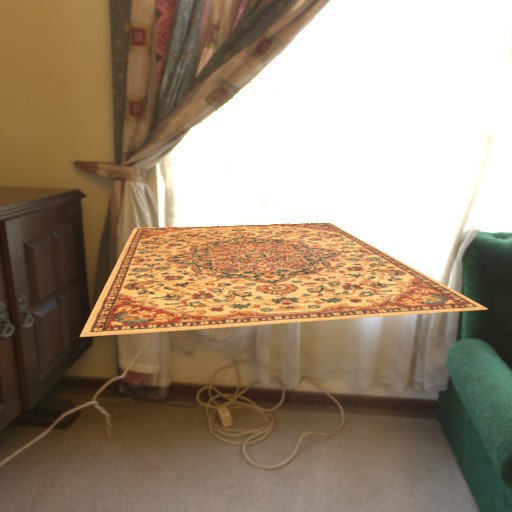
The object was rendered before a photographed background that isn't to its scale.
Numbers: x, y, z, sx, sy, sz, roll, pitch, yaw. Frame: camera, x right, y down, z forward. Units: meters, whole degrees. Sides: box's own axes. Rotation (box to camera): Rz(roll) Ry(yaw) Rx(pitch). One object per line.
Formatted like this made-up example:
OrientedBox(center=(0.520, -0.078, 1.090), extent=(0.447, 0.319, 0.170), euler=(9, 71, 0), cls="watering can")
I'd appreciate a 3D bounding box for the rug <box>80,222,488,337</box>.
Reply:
OrientedBox(center=(0.000, 0.000, 4.056), extent=(2.454, 0.005, 3.067), euler=(-2, 15, -9), cls="rug")
